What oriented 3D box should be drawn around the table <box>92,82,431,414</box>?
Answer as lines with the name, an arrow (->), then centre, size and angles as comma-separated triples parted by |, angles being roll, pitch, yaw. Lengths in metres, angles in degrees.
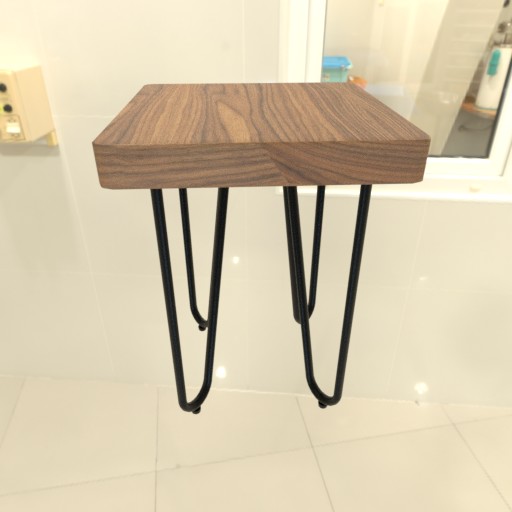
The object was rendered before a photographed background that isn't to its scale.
table -> 0.000, 0.000, 0.974 | 0.479, 0.641, 0.480 | -2, 30, -3
